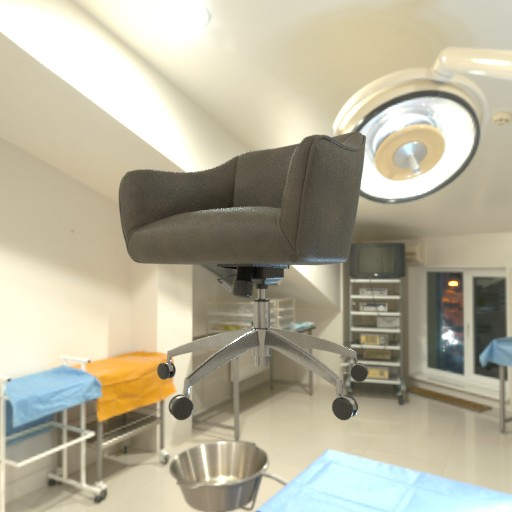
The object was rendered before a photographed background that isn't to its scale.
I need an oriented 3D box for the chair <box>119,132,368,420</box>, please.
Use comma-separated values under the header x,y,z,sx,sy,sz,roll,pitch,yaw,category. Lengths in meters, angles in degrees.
x,y,z,sx,sy,sz,roll,pitch,yaw,category
0.000,0.000,1.371,0.713,0.827,0.689,-1,-2,36,chair
